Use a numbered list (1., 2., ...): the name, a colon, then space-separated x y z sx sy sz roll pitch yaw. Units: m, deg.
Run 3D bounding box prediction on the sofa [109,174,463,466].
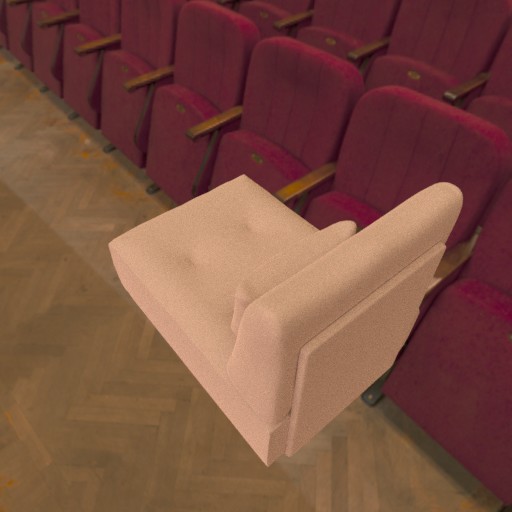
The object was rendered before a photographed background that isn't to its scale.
1. sofa: 0.000 0.000 1.551 0.700 0.820 1.000 -31 54 -26
